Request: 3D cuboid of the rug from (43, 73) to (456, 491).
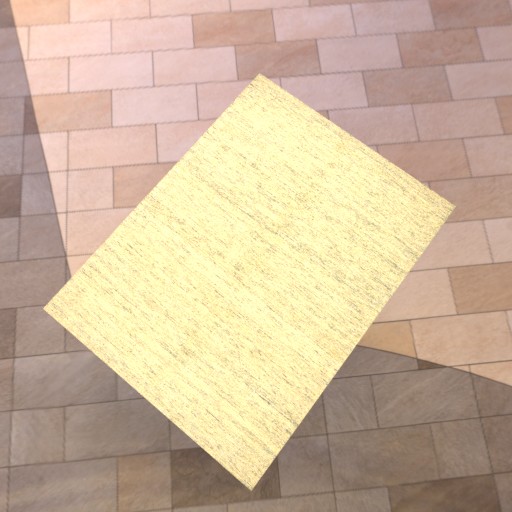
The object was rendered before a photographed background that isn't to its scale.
[{"bbox_3d":[0.000,0.000,4.184,2.437,0.014,3.201,37,78,9],"label":"rug"}]
